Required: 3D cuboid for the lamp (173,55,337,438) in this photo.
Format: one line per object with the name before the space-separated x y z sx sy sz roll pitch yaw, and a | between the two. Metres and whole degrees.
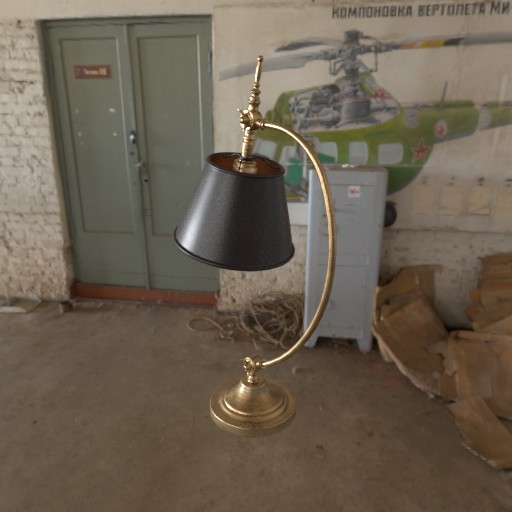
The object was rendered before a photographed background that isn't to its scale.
lamp | 0.000 0.000 0.815 0.235 0.675 0.344 -16 24 -42
